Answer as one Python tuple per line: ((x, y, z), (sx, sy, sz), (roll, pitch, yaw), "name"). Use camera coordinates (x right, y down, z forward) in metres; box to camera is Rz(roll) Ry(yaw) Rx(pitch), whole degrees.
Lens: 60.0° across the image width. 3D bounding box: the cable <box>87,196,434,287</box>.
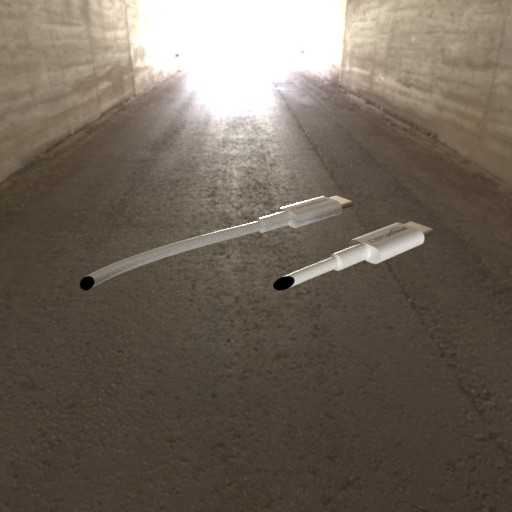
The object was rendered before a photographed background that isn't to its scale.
((0.000, 0.000, 0.112), (0.098, 0.005, 0.041), (-19, 32, -33), "cable")
